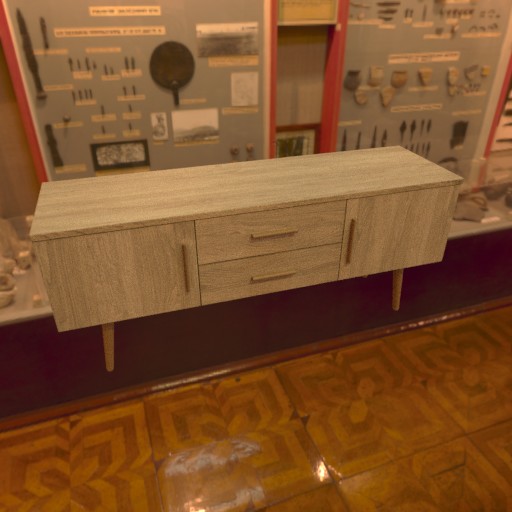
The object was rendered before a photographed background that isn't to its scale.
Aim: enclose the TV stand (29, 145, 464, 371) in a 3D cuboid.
[{"bbox_3d":[0.000,0.000,1.577,1.313,0.565,0.401,-9,32,-15],"label":"TV stand"}]
